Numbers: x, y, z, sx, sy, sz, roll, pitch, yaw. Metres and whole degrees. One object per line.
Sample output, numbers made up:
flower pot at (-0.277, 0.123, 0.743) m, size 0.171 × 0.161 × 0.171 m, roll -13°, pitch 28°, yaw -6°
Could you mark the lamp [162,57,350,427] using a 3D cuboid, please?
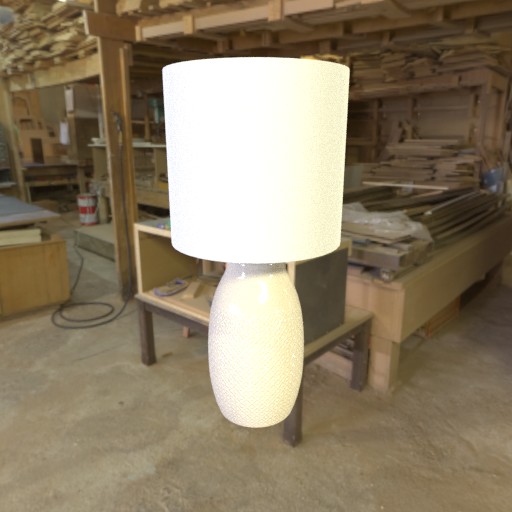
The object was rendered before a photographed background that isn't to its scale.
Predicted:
lamp at (0.000, 0.000, 0.585) m, size 0.217 × 0.453 × 0.217 m, roll 15°, pitch 22°, yaw 43°
